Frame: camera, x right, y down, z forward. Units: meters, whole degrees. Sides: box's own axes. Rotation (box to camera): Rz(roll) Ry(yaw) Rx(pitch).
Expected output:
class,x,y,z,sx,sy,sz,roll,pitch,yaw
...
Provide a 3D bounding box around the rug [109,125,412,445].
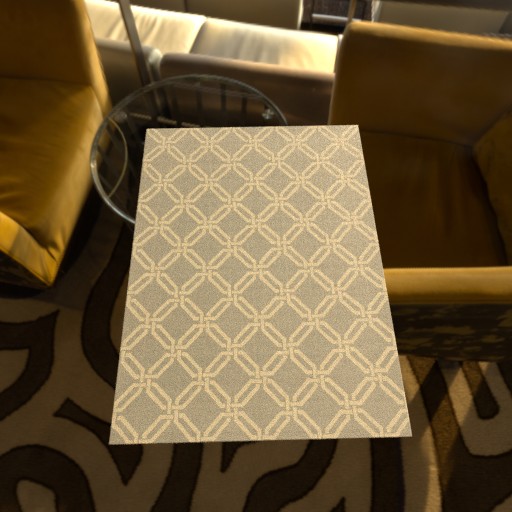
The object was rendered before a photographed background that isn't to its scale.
class,x,y,z,sx,sy,sz,roll,pitch,yaw
rug,0.000,0.000,4.341,2.438,0.013,3.353,-1,62,-1
